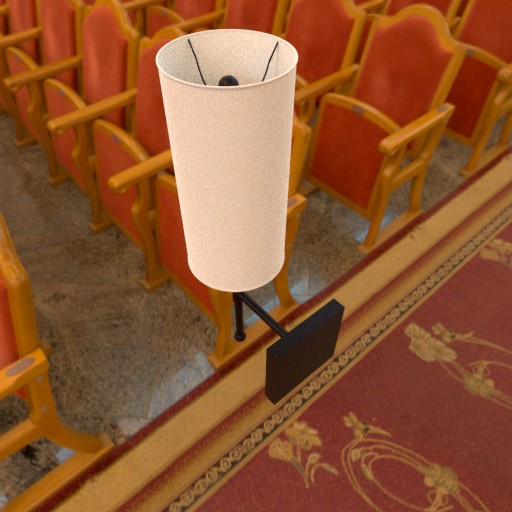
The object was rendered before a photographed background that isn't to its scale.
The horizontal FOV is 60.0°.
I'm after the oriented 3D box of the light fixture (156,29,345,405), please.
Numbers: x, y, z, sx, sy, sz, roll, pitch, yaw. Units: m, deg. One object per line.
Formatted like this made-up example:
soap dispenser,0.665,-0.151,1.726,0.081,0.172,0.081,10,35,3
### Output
light fixture,0.000,0.000,0.547,0.128,0.462,0.208,-32,54,-27
